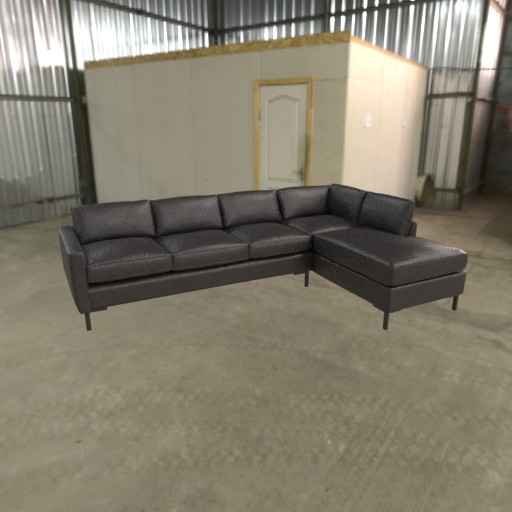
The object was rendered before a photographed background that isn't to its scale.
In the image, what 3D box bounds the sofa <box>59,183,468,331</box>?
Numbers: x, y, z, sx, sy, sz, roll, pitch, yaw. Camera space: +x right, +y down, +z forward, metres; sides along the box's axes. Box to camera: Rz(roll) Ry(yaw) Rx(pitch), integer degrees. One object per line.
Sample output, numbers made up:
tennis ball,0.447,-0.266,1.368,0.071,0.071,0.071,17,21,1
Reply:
sofa,0.000,0.000,3.829,2.984,0.877,1.938,-9,20,-26
